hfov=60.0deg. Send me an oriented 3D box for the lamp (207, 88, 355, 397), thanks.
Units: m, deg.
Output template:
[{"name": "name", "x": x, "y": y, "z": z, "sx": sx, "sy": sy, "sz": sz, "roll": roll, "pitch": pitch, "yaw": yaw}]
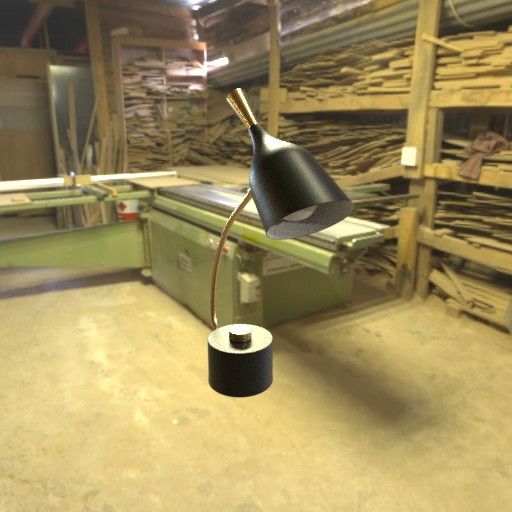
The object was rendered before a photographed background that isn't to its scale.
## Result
[{"name": "lamp", "x": 0.000, "y": 0.000, "z": 0.644, "sx": 0.110, "sy": 0.464, "sz": 0.352, "roll": -8, "pitch": 18, "yaw": -27}]
